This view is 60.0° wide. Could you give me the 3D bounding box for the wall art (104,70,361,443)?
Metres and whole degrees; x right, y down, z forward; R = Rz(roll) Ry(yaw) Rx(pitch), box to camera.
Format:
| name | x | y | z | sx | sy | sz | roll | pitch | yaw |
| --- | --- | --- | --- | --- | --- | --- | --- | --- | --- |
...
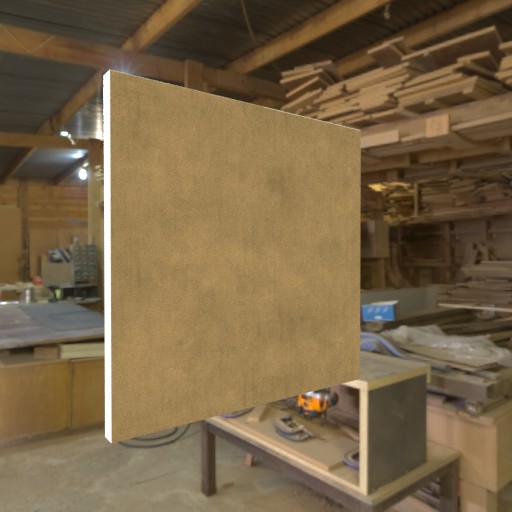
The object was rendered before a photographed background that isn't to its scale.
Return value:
| name | x | y | z | sx | sy | sz | roll | pitch | yaw |
| --- | --- | --- | --- | --- | --- | --- | --- | --- | --- |
| wall art | 0.000 | 0.000 | 0.681 | 0.455 | 0.453 | 0.023 | -1 | 1 | -36 |
